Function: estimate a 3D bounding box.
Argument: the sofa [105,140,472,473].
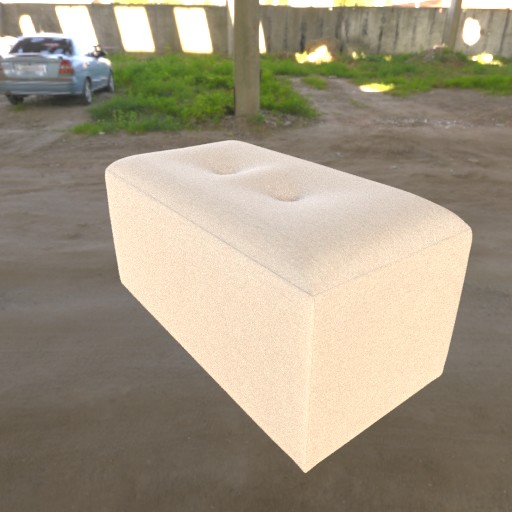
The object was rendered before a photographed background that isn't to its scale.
[{"bbox_3d":[0.000,0.000,1.204,0.480,0.470,0.930,-19,32,-33],"label":"sofa"}]
